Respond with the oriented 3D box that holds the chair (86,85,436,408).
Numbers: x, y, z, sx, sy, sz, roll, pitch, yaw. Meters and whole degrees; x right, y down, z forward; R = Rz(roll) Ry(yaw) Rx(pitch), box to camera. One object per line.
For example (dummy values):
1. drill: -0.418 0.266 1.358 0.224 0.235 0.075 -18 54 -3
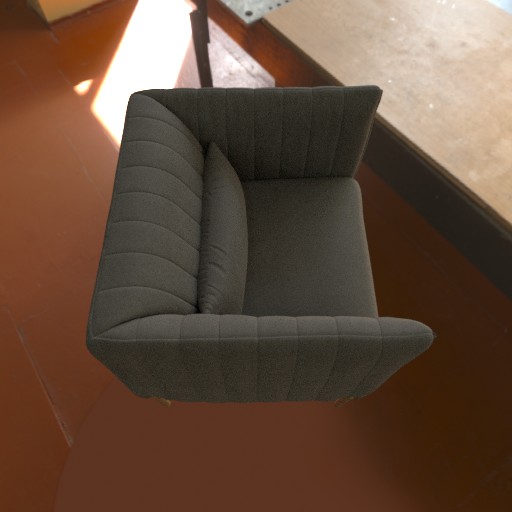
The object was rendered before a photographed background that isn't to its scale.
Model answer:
1. chair: 0.000 0.000 1.611 0.873 0.779 0.981 -1 61 0
